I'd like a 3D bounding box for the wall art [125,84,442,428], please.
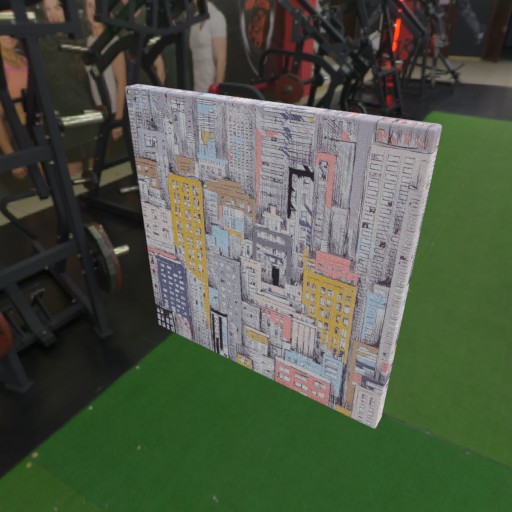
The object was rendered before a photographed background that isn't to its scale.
[{"bbox_3d":[0.000,0.000,1.138,0.761,0.762,0.048,18,35,28],"label":"wall art"}]
